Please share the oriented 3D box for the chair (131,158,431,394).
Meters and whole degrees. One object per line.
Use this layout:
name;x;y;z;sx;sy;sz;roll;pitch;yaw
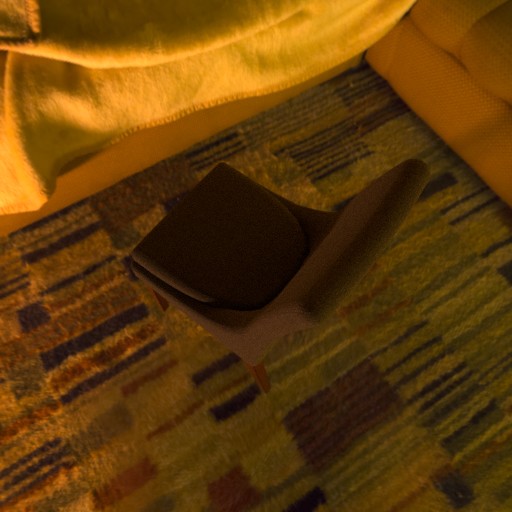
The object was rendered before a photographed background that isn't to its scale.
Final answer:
chair;0.000;0.000;1.372;0.655;0.952;0.508;35;69;15
